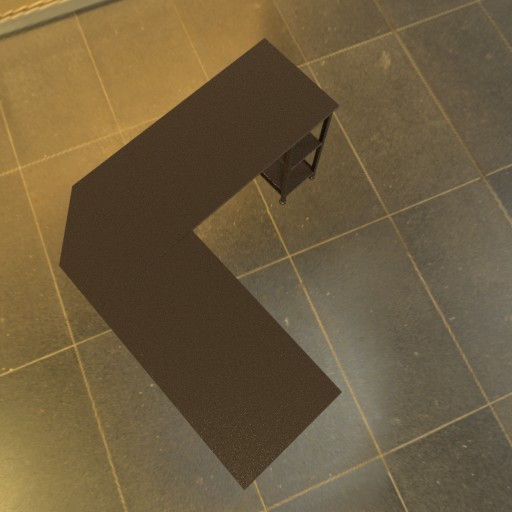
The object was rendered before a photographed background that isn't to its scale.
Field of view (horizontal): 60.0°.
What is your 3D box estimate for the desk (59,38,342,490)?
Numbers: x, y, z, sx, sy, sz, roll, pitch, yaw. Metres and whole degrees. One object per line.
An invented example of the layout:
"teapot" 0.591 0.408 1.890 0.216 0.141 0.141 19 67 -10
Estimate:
"desk" 0.000 0.000 2.205 1.379 0.739 1.379 -42 79 -10
